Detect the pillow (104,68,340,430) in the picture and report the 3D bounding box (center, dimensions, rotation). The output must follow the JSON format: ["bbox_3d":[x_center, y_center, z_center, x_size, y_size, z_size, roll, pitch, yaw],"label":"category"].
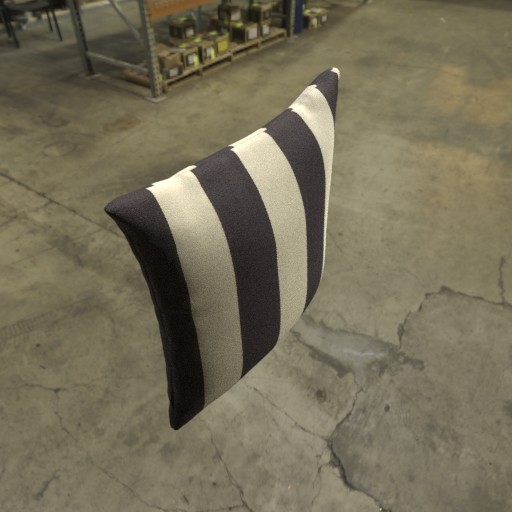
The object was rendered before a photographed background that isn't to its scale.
[{"bbox_3d":[0.000,0.000,0.806,0.189,0.526,0.536,25,47,25],"label":"pillow"}]
